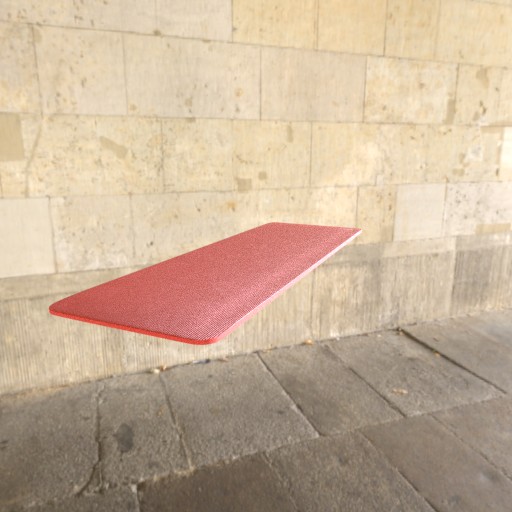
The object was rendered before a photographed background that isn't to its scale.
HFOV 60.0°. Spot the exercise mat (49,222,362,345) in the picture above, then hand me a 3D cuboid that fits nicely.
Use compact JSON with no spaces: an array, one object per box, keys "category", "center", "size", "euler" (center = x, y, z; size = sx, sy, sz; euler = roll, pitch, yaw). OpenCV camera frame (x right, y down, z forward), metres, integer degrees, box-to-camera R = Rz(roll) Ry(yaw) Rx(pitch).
[{"category":"exercise mat","center":[0.000,0.000,2.087],"size":[0.616,0.021,1.869],"euler":[6,15,24]}]
